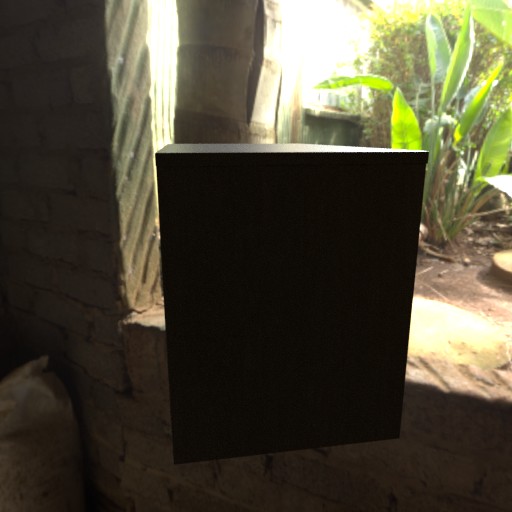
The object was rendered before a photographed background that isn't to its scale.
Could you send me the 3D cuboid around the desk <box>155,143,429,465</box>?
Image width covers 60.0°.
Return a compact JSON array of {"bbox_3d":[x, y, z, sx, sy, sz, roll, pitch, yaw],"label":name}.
[{"bbox_3d":[0.000,0.000,1.562,0.600,0.750,1.100,-3,15,-9],"label":"desk"}]
